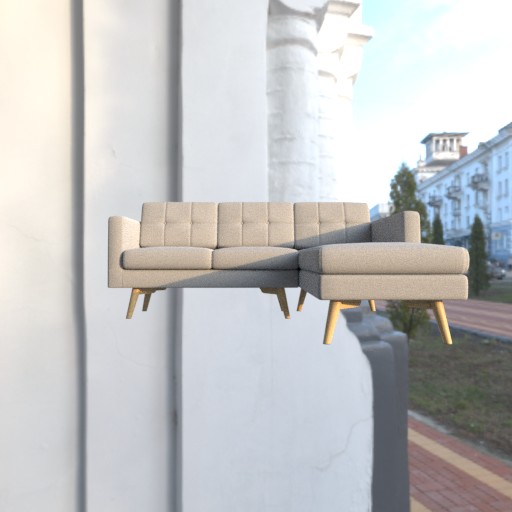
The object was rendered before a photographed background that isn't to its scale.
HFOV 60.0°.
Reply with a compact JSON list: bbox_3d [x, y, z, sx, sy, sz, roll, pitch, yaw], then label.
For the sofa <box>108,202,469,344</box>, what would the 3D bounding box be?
[{"bbox_3d":[0.000,0.000,2.856,2.040,0.860,1.530,0,0,0],"label":"sofa"}]
